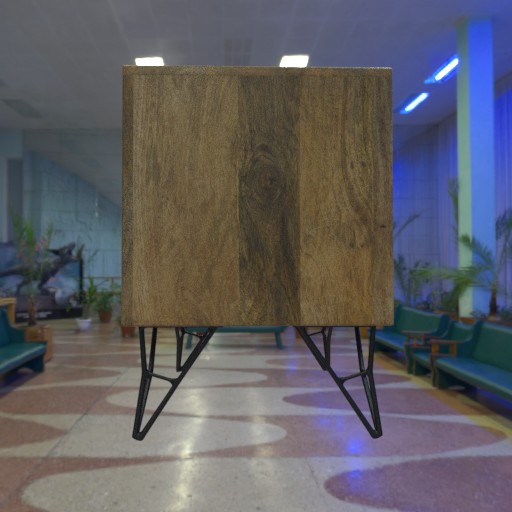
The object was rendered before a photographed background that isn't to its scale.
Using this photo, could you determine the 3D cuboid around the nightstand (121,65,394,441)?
[{"bbox_3d":[0.000,0.000,0.883,0.406,0.559,0.457,0,-1,-1],"label":"nightstand"}]
